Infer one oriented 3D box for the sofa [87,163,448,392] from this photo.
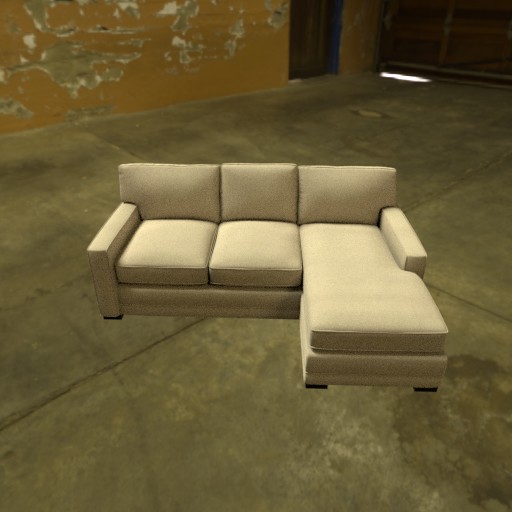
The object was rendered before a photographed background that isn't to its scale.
[{"bbox_3d":[0.000,0.000,2.900,2.087,0.861,1.496,1,30,2],"label":"sofa"}]
